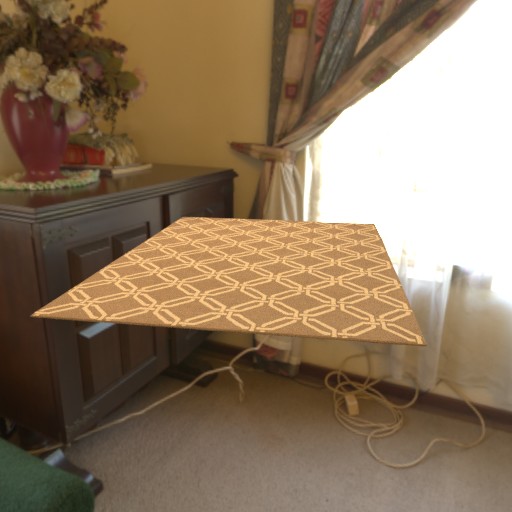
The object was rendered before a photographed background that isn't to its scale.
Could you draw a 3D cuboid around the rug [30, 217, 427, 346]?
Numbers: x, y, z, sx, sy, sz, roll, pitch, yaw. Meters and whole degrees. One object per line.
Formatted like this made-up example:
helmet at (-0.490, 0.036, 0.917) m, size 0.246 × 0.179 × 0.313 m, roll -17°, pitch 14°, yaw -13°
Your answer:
rug at (0.000, 0.000, 3.861) m, size 2.288 × 0.018 × 2.895 m, roll 3°, pitch 17°, yaw 9°
